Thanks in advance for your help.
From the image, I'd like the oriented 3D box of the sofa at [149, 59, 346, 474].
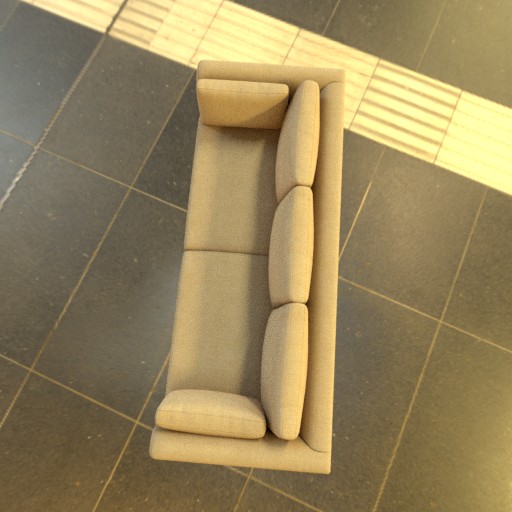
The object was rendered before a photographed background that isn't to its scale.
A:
[{"bbox_3d":[0.000,0.000,2.891,0.969,0.867,2.415,4,77,1],"label":"sofa"}]
